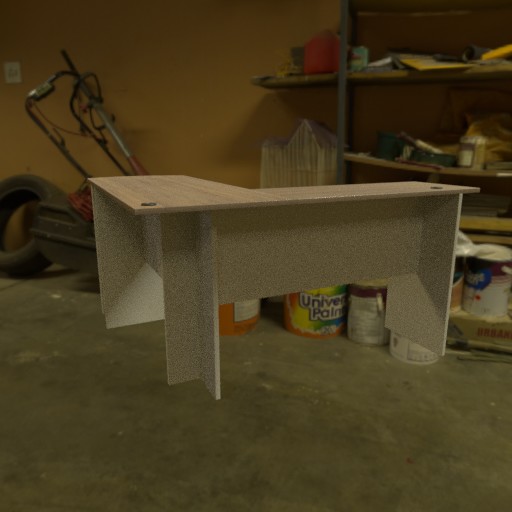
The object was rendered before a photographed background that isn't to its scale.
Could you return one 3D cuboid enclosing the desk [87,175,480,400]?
[{"bbox_3d":[0.000,0.000,2.140,1.361,0.716,1.303,-7,16,-25],"label":"desk"}]
